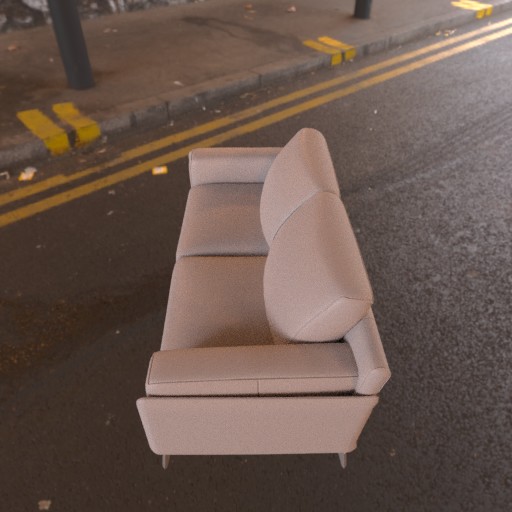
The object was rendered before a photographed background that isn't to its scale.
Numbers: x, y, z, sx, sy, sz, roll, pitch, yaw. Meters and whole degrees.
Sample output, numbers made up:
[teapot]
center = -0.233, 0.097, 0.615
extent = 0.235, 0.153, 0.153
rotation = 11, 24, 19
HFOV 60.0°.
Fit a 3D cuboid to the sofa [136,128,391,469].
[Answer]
[sofa]
center = 0.000, 0.000, 2.565
extent = 1.049, 0.930, 2.101
rotation = -1, 40, -1
